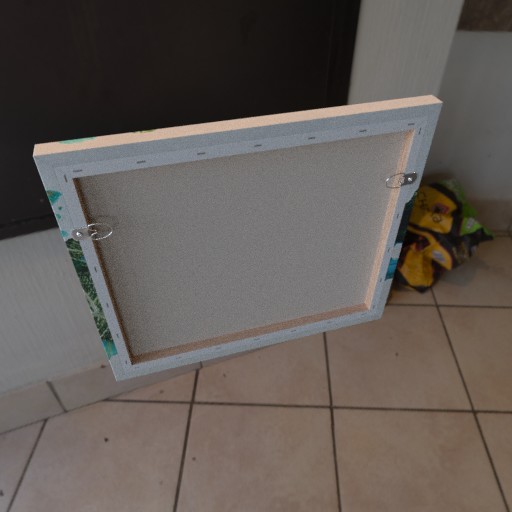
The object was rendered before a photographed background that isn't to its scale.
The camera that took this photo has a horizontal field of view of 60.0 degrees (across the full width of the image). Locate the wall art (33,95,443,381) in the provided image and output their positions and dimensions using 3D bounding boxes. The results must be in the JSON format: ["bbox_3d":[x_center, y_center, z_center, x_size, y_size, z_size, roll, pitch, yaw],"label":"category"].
[{"bbox_3d":[0.000,0.000,0.957,0.711,0.610,0.043,-11,43,-12],"label":"wall art"}]
